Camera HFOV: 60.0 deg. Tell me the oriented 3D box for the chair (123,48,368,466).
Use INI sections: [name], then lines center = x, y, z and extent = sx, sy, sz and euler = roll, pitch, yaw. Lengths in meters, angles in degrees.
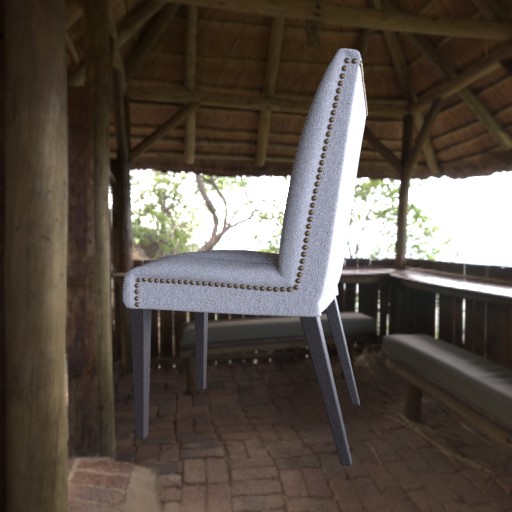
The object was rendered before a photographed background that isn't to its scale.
[chair]
center = 0.000, 0.000, 1.362
extent = 0.647, 1.016, 0.511
euler = 1, 2, 16
